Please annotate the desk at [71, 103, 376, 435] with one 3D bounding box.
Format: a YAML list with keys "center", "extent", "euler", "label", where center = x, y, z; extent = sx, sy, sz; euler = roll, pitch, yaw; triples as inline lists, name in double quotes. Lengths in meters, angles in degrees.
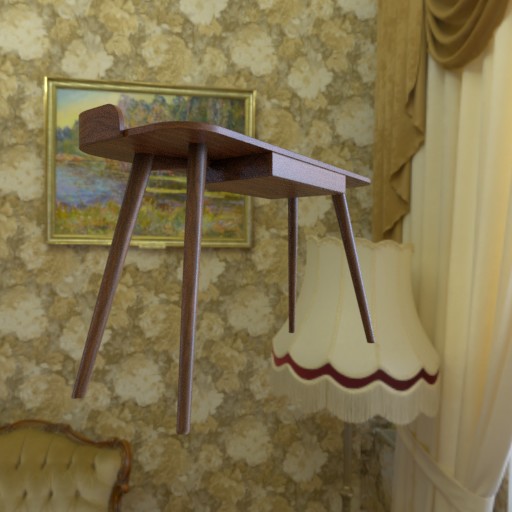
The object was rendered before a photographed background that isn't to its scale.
- center: [0.000, 0.000, 1.647]
  extent: [0.486, 0.800, 1.256]
  euler: [1, 1, 35]
  label: "desk"
